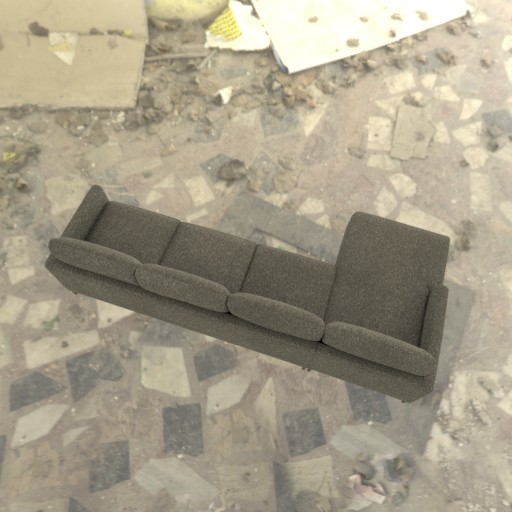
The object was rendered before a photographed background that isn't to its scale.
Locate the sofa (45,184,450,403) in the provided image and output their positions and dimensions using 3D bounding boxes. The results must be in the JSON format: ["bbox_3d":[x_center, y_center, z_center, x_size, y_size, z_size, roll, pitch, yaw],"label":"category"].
[{"bbox_3d":[0.000,0.000,3.533,2.932,0.810,1.350,17,64,8],"label":"sofa"}]
